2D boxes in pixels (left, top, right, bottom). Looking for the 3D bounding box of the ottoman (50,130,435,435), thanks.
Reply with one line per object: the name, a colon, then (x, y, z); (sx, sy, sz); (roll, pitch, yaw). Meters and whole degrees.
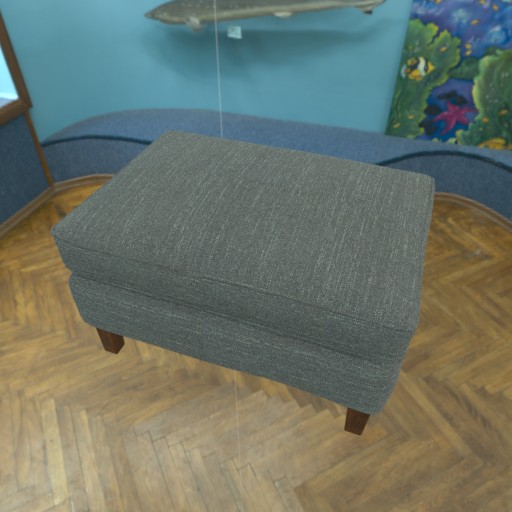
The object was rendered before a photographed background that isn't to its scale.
ottoman: (0.000, 0.000, 0.991); (0.686, 0.406, 0.508); (14, 43, 15)
